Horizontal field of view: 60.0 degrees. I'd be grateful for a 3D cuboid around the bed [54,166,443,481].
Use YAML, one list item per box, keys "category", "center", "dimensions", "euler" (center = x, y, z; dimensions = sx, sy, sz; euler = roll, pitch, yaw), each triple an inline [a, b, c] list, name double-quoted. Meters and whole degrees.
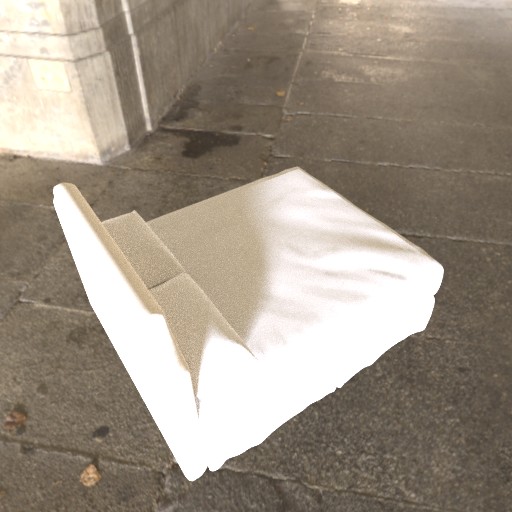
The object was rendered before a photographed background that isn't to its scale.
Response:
- category: "bed"
  center: [0.000, 0.000, 3.777]
  dimensions: [2.548, 1.524, 2.134]
  euler: [-25, 48, -25]
